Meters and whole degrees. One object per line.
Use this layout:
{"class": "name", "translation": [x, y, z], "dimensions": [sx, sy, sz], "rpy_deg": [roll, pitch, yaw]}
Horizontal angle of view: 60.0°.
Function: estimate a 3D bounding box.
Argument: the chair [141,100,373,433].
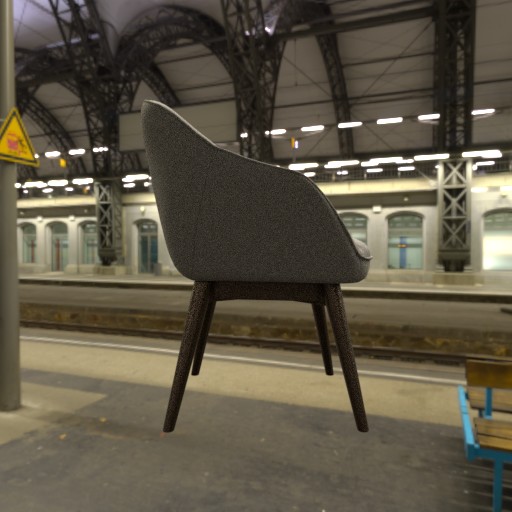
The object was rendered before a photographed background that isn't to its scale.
{"class": "chair", "translation": [0.000, 0.000, 1.263], "dimensions": [0.611, 0.810, 0.589], "rpy_deg": [0, 1, 0]}
